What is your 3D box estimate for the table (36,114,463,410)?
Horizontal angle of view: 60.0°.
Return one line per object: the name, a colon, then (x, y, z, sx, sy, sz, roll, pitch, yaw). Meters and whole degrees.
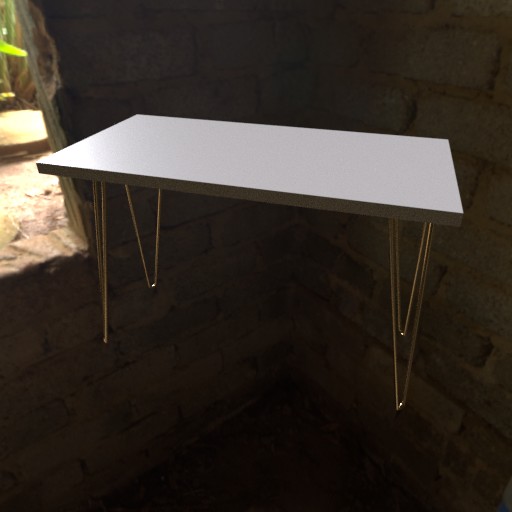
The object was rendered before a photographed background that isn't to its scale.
table: (0.000, 0.000, 1.351, 0.991, 0.660, 0.498, 9, 33, 14)
